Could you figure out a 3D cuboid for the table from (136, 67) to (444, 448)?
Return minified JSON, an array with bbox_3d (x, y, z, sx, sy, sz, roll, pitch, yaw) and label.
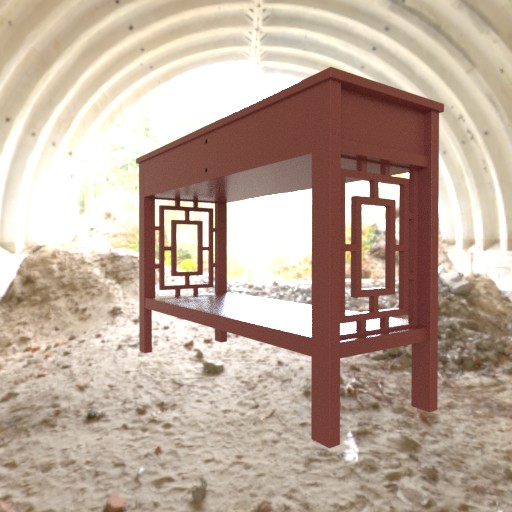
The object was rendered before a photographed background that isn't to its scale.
[{"bbox_3d":[0.000,0.000,1.417,0.397,0.753,1.068,-1,1,-35],"label":"table"}]
